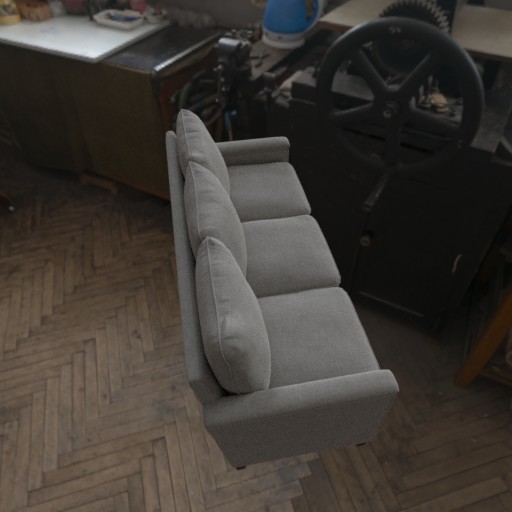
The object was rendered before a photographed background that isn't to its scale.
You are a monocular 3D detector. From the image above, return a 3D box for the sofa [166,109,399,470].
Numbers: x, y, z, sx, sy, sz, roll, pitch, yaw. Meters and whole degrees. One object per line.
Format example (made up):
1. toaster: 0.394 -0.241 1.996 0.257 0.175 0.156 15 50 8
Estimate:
1. sofa: 0.000 0.000 2.435 0.828 0.959 1.925 -8 46 -7
